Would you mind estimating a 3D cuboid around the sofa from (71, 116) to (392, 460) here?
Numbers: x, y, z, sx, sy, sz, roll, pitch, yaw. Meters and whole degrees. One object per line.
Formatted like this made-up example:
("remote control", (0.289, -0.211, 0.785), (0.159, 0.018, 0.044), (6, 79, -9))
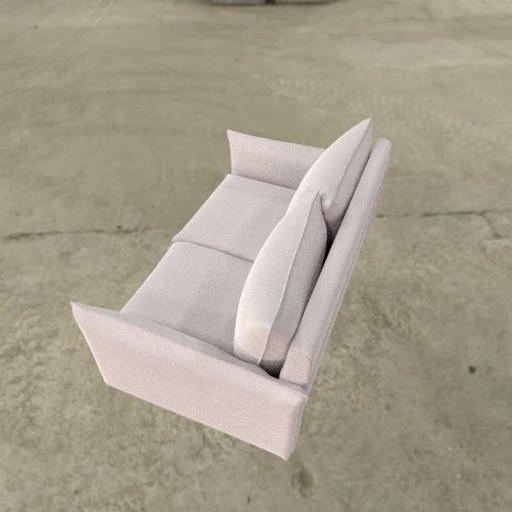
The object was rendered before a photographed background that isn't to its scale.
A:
("sofa", (0.000, 0.000, 1.848), (0.820, 0.840, 1.300), (16, 47, 16))
